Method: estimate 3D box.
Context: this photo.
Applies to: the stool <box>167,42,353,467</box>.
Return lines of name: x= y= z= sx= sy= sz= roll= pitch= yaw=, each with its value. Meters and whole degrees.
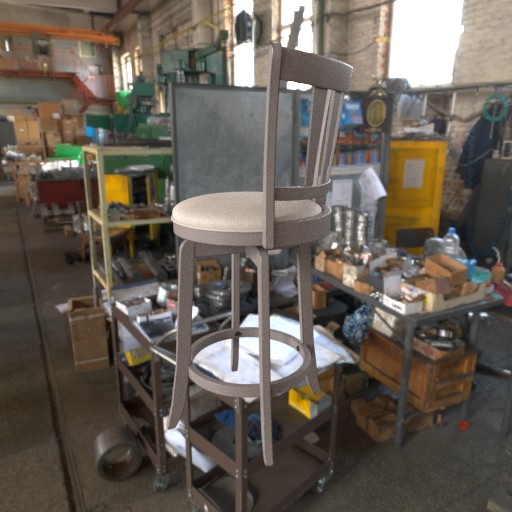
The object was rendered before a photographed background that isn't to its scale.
stool: x=0.000 y=0.000 z=1.262 sx=0.475 sy=1.023 sz=0.436 roll=8 pitch=18 yaw=27
